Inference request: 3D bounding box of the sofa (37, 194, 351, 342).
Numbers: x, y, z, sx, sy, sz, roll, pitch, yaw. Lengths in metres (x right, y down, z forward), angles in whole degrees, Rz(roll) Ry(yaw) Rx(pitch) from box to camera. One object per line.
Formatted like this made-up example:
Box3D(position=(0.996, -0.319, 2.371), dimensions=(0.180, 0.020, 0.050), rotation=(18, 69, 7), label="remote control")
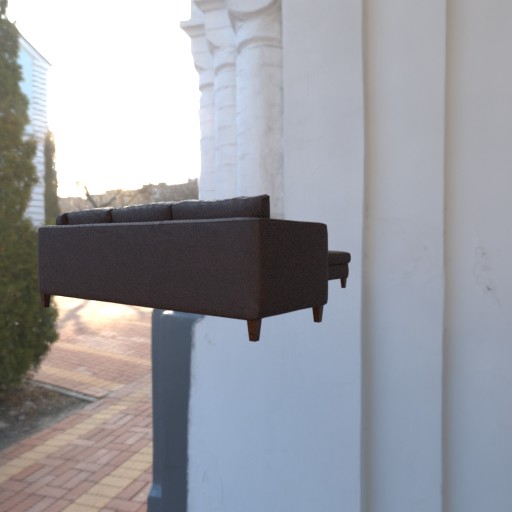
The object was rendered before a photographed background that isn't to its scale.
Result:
Box3D(position=(0.000, 0.000, 4.748), dimensions=(2.593, 0.923, 3.460), rotation=(1, 2, 36), label="sofa")
